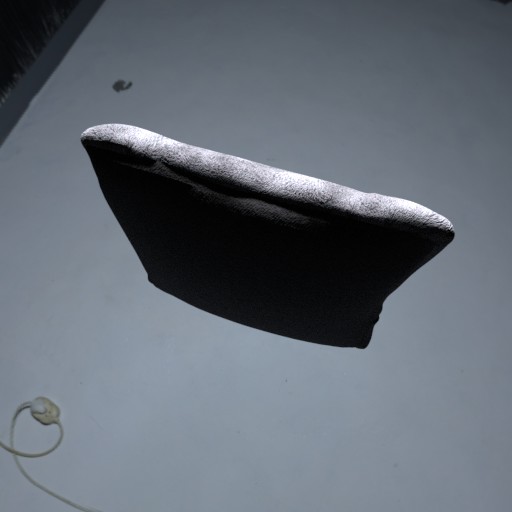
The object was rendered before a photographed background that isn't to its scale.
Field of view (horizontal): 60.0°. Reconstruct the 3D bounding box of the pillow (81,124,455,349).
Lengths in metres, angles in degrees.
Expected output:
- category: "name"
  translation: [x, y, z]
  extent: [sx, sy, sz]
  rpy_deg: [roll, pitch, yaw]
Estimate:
- category: "pillow"
  translation: [0.000, 0.000, 0.798]
  extent: [0.522, 0.520, 0.204]
  rpy_deg: [16, 64, 8]
